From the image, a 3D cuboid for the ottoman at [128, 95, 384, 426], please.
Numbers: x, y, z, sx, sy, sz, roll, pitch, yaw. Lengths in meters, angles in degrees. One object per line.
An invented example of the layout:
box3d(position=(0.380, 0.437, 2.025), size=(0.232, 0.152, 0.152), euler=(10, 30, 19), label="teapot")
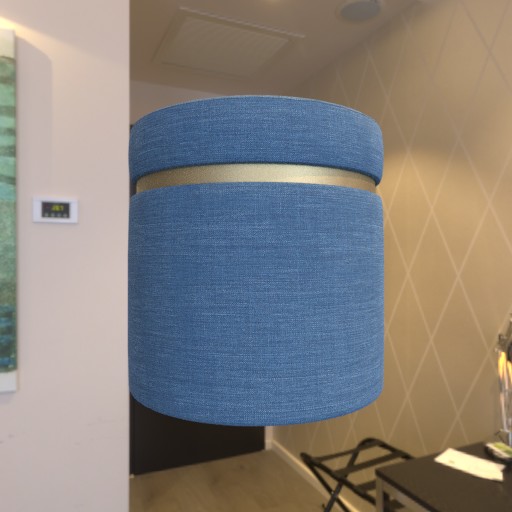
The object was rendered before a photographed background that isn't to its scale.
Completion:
box3d(position=(0.000, 0.000, 0.716), size=(0.398, 0.406, 0.398), euler=(0, 0, 0), label="ottoman")
